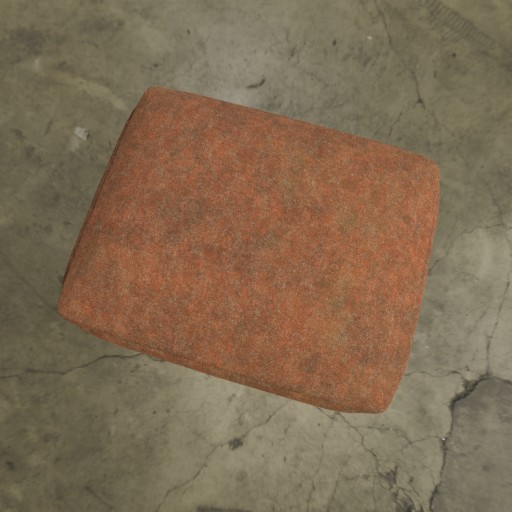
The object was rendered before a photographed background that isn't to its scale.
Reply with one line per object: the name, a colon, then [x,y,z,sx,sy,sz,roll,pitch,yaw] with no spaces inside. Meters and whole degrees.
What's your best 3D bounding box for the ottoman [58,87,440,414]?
ottoman: [0.000,0.000,1.164,0.787,0.508,0.635,16,76,4]
